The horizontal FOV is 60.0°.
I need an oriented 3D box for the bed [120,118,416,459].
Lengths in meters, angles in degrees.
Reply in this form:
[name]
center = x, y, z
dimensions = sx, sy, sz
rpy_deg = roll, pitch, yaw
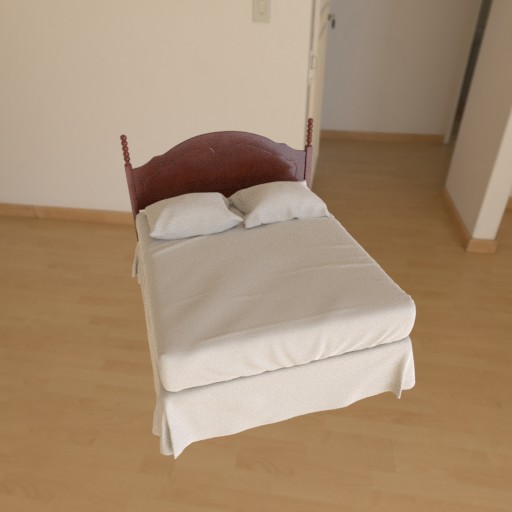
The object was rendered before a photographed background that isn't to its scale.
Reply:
[bed]
center = 0.000, 0.000, 3.278
dimensions = 1.873, 1.356, 2.040
rpy_deg = -9, 34, -14
